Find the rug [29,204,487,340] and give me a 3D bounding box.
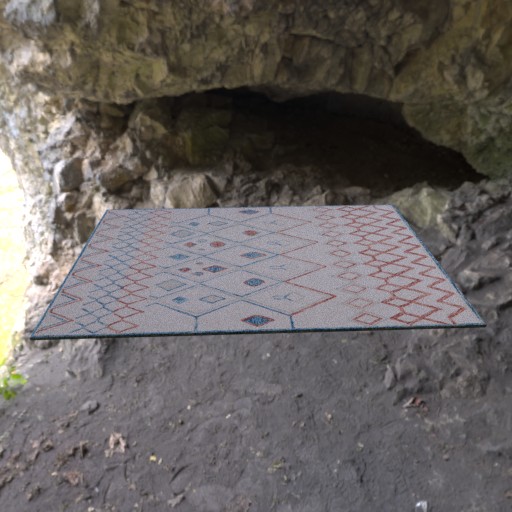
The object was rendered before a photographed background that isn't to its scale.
[{"bbox_3d":[0.000,0.000,2.291,1.829,0.016,1.219,-1,30,-2],"label":"rug"}]
